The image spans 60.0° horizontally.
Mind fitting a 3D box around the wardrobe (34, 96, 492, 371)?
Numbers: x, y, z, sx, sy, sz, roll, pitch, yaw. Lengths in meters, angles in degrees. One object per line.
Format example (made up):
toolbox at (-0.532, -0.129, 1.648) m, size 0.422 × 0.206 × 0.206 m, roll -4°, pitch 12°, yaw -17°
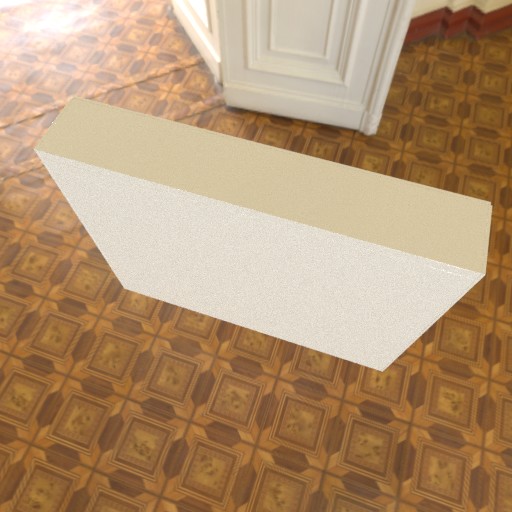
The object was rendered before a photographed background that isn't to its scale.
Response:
wardrobe at (0.000, 0.000, 3.966) m, size 3.000 × 2.360 × 0.580 m, roll 16°, pitch 63°, yaw 9°
